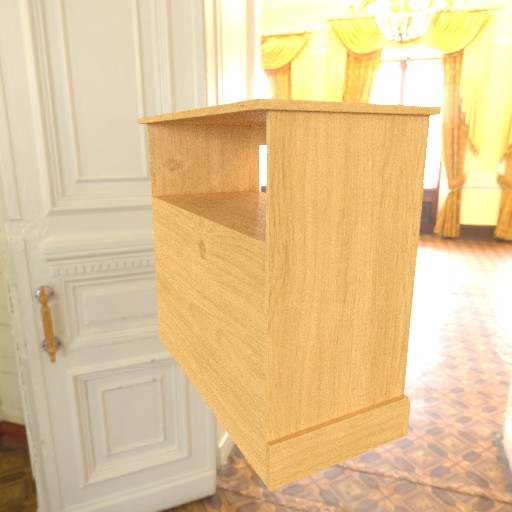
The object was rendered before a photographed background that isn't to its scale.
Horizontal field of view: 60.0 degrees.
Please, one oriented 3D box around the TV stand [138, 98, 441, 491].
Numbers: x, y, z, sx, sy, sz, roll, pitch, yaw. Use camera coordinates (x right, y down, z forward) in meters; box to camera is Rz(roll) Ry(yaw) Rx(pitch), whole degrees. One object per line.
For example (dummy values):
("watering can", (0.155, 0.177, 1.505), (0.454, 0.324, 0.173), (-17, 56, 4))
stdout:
("TV stand", (0.000, 0.000, 1.288), (0.430, 0.787, 0.851), (-8, 17, -27))
